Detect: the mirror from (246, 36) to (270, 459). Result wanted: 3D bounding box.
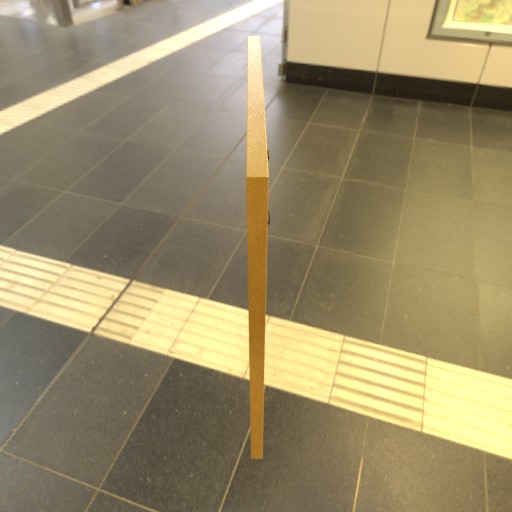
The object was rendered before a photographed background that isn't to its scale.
[{"bbox_3d":[0.000,0.000,1.328,0.040,1.016,0.762,0,42,0],"label":"mirror"}]
